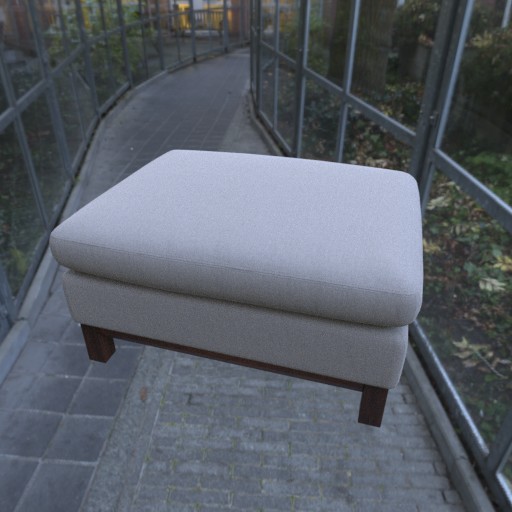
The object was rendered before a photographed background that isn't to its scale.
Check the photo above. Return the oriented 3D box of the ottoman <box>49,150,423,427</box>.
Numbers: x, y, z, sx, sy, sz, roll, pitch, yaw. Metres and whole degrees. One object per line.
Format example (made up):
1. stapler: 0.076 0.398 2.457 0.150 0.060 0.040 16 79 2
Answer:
1. ottoman: 0.000 0.000 1.147 0.771 0.420 0.606 9 32 14
